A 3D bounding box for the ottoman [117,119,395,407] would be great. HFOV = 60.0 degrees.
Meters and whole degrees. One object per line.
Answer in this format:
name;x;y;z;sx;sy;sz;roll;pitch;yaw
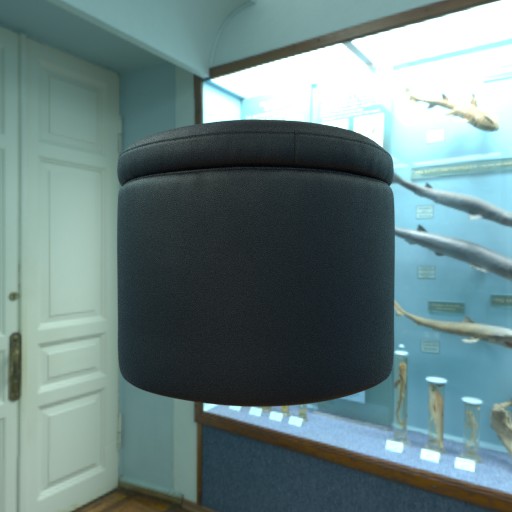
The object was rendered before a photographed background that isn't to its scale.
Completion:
ottoman;0.000;0.000;0.840;0.501;0.409;0.501;0;0;0
